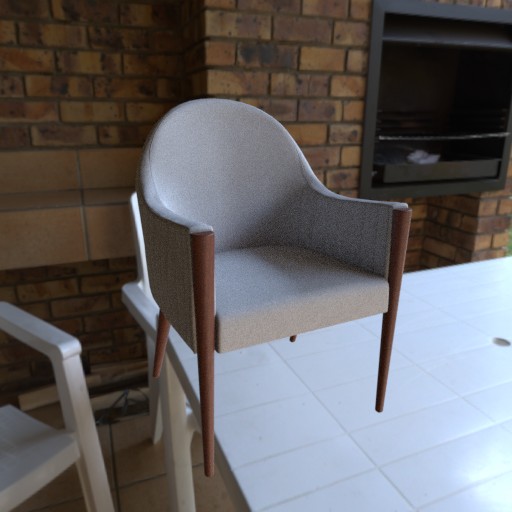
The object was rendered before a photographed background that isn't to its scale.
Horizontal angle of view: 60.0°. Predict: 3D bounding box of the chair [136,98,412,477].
[{"bbox_3d":[0.000,0.000,1.295,0.610,0.889,0.620,-9,19,-26],"label":"chair"}]
